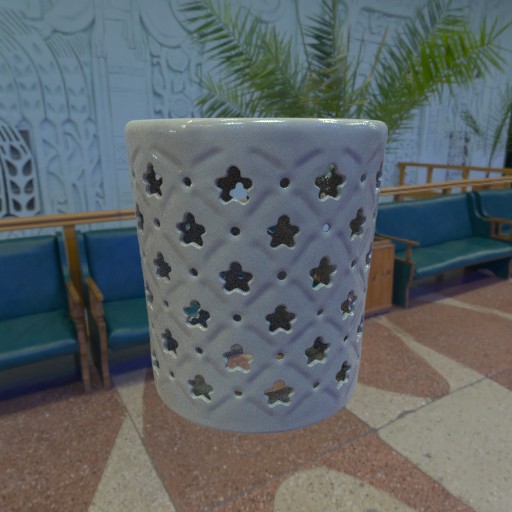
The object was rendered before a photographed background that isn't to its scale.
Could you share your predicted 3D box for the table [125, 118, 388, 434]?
[{"bbox_3d":[0.000,0.000,0.659,0.352,0.387,0.352,0,15,0],"label":"table"}]
